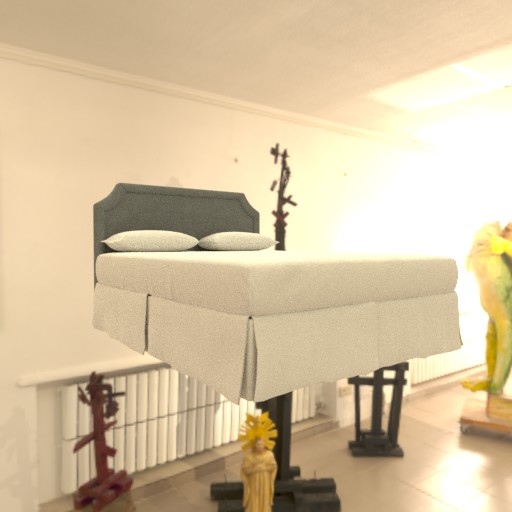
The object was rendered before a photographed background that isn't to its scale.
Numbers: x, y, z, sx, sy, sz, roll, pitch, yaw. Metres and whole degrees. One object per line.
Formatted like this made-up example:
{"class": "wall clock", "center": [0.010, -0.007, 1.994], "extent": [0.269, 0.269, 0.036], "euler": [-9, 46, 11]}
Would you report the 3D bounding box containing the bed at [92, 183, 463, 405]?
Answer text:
{"class": "bed", "center": [0.000, 0.000, 3.534], "extent": [1.977, 1.306, 2.464], "euler": [-1, 2, -37]}
